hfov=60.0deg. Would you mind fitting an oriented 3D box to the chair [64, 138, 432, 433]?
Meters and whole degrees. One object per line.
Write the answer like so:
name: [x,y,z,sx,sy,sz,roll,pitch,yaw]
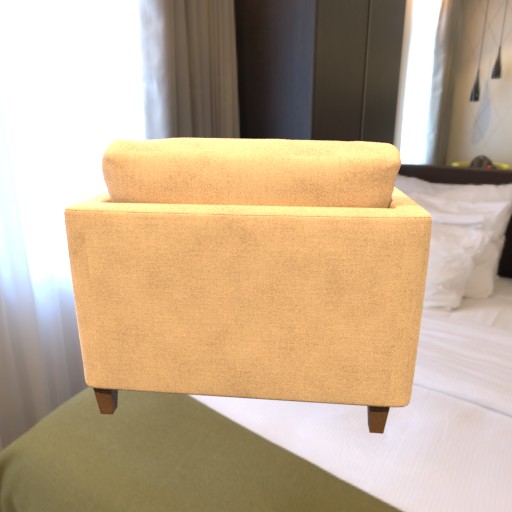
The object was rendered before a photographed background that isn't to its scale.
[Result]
chair: [0.000,0.000,1.824,1.133,0.961,0.959,2,18,6]
